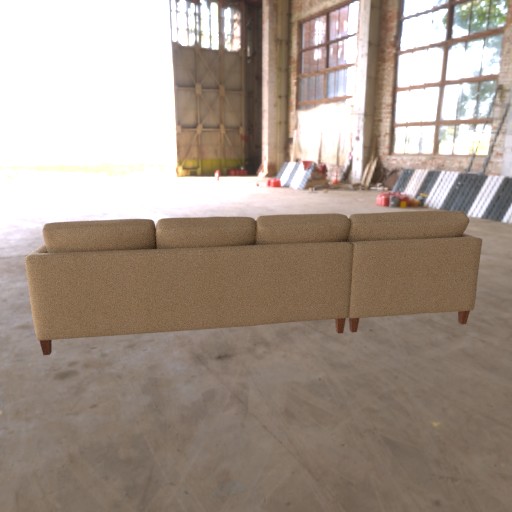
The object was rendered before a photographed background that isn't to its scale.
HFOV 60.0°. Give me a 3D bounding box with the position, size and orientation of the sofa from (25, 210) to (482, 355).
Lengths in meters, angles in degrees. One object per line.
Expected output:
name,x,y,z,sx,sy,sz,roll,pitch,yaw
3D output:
sofa,0.000,0.000,3.763,3.201,0.876,1.502,-2,14,-9
